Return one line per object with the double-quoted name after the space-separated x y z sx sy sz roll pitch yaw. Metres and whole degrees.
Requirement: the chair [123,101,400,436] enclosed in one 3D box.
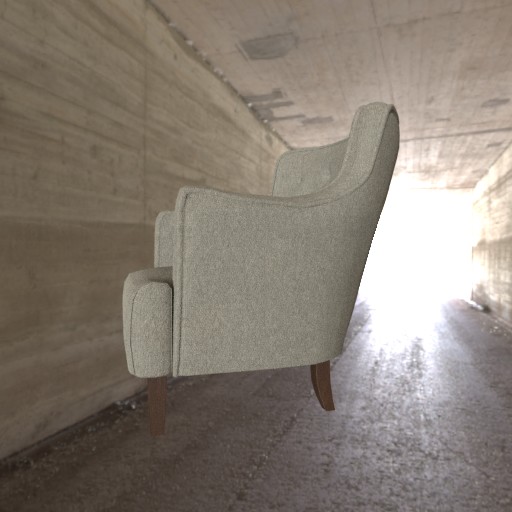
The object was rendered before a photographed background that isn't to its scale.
0.000 0.000 1.557 0.910 0.920 0.820 0 1 -17 "chair"
